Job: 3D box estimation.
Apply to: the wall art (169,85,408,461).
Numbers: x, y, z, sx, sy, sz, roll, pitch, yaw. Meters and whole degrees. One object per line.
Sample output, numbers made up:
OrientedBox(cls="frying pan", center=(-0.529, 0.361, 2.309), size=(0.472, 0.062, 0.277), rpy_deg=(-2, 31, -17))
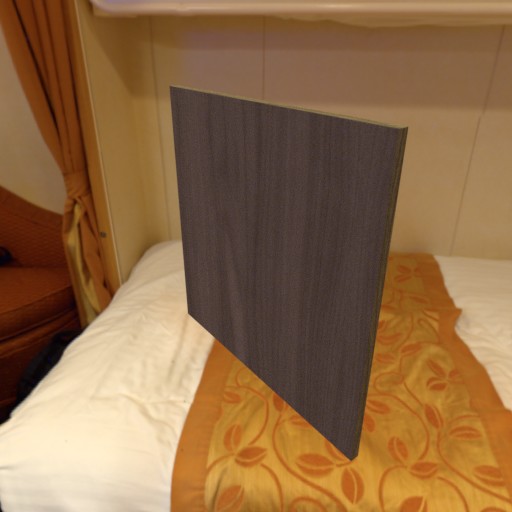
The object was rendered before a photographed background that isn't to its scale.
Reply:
OrientedBox(cls="wall art", center=(0.000, 0.000, 0.758), size=(0.016, 0.507, 0.508), rpy_deg=(-19, 33, -33))
